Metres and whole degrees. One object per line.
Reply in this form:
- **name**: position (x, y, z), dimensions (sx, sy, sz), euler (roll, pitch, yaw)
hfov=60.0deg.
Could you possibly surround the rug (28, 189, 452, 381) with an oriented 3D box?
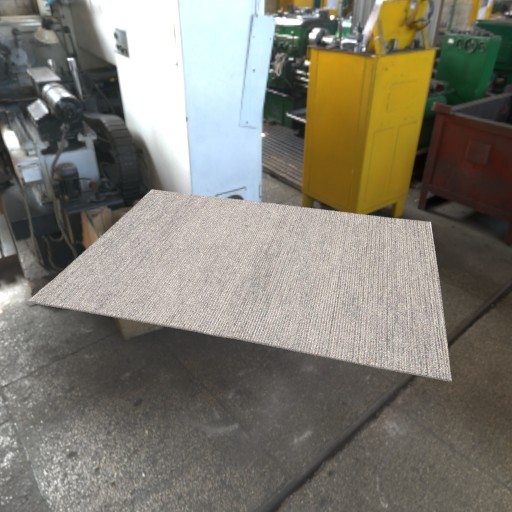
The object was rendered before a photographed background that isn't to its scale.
- **rug**: position (0.000, 0.000, 2.938), dimensions (2.307, 0.030, 1.604), euler (8, 33, 13)
